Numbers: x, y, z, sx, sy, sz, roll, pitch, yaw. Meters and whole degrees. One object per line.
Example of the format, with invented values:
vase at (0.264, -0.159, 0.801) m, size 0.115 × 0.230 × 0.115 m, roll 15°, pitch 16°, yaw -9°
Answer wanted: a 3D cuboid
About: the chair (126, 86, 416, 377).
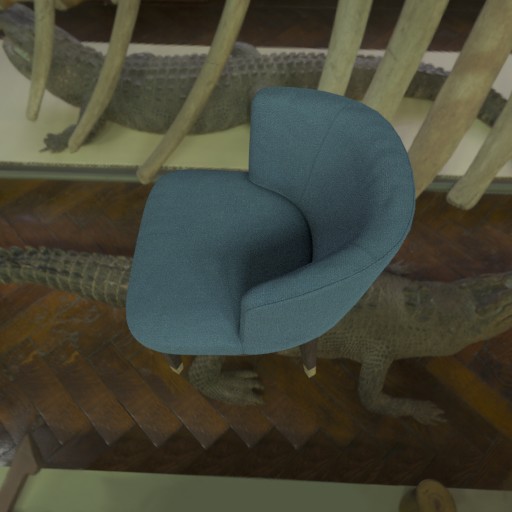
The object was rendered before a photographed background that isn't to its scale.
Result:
chair at (0.000, 0.000, 1.308) m, size 0.702 × 0.760 × 0.661 m, roll 1°, pitch 58°, yaw 1°
